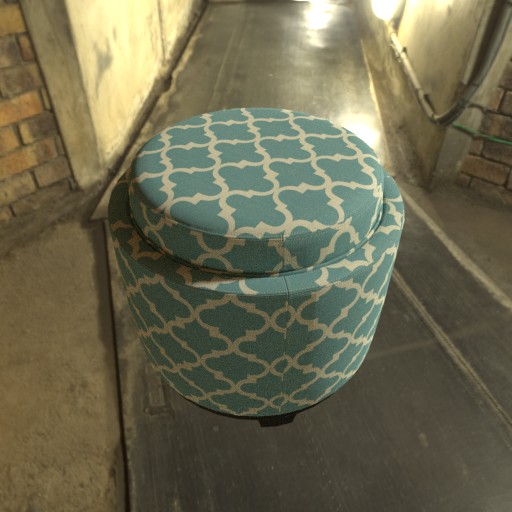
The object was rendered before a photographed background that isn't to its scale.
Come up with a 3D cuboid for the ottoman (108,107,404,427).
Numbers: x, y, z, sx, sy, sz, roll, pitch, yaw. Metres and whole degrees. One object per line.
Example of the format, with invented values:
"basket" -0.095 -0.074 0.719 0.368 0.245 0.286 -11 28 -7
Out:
"ottoman" 0.000 0.000 0.819 0.480 0.429 0.480 0 42 0
